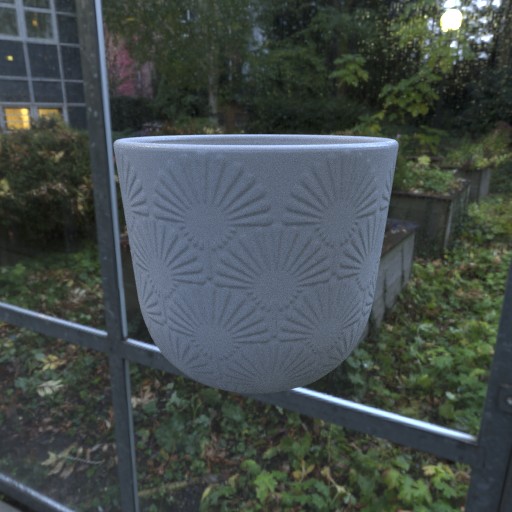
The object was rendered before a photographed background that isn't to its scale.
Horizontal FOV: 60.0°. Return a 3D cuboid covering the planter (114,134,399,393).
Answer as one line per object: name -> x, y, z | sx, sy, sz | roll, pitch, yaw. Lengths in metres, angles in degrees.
planter -> 0.000, 0.000, 0.297 | 0.170, 0.152, 0.170 | 0, 17, 0
